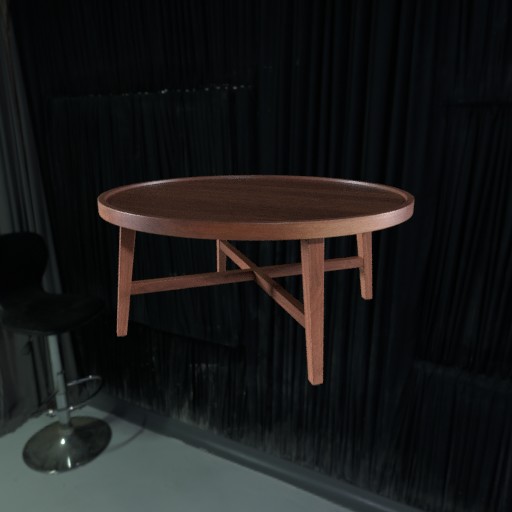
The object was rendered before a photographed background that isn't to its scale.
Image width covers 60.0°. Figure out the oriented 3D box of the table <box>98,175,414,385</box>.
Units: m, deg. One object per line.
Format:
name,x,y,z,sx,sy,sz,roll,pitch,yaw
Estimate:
table,0.000,0.000,1.235,0.800,0.360,0.800,0,16,0
